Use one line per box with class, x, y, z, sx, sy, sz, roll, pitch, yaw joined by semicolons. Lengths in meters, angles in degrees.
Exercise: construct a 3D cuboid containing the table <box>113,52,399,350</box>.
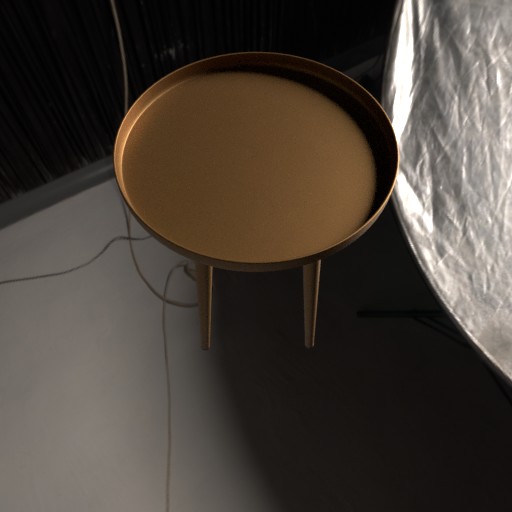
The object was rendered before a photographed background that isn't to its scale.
table;0.000;0.000;0.674;0.299;0.480;0.299;-31;64;-17
